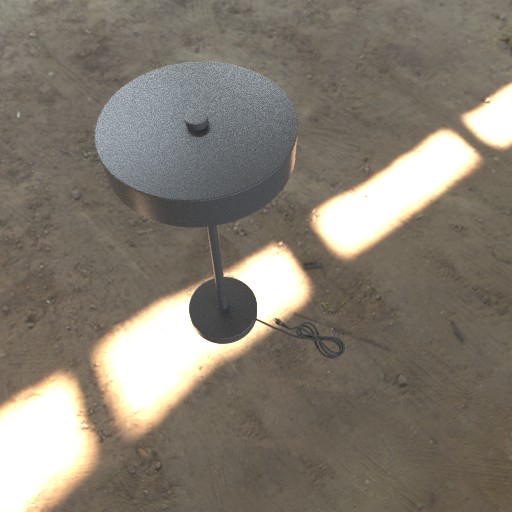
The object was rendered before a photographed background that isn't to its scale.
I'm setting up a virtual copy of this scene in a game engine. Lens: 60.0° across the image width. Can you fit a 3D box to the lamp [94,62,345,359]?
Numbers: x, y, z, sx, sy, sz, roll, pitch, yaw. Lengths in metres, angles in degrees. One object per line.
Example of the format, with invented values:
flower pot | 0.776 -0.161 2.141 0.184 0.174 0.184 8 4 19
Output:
lamp | 0.000 0.000 0.696 0.369 0.508 0.229 16 59 10
